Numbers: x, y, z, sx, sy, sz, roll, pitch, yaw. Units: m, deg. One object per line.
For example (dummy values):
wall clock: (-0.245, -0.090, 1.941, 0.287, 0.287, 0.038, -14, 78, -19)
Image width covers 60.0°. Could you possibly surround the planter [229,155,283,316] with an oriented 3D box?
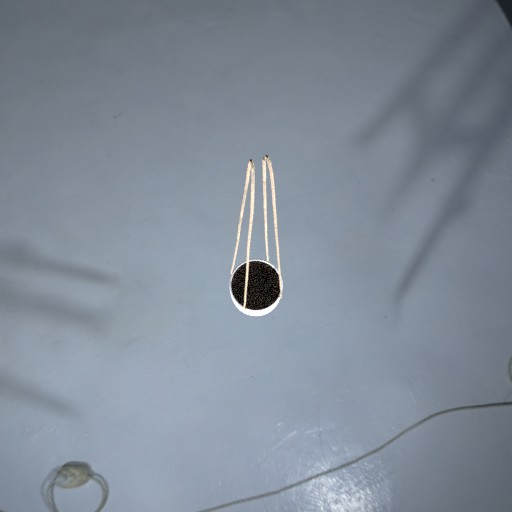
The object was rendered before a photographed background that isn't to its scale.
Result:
planter: (0.000, 0.000, 0.929, 0.146, 0.841, 0.146, -19, 75, -5)
